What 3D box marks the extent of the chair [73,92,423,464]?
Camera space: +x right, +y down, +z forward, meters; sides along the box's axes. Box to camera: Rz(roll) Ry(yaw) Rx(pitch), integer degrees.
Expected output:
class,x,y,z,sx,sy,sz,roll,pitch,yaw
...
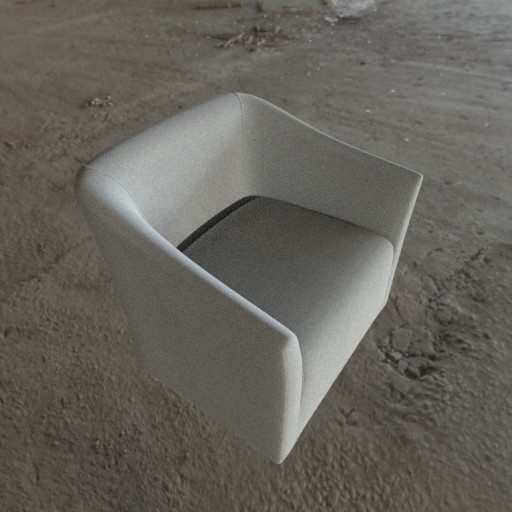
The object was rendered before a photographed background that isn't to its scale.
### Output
class,x,y,z,sx,sy,sz,roll,pitch,yaw
chair,0.000,0.000,1.366,0.700,0.720,0.790,24,46,26
